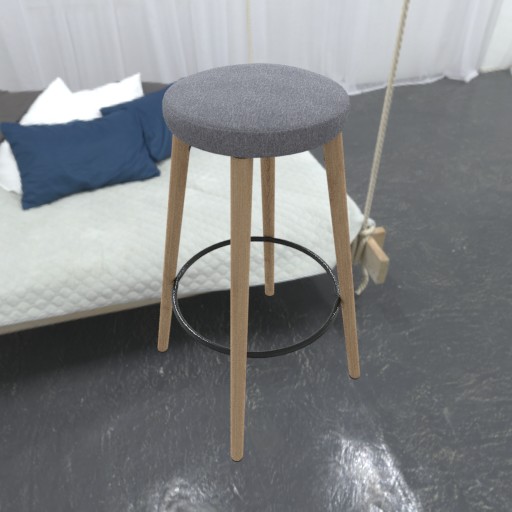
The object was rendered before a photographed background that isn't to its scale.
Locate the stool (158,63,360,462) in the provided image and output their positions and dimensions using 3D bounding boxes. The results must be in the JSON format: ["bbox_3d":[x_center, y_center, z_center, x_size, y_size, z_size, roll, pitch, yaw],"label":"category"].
[{"bbox_3d":[0.000,0.000,0.988,0.410,0.770,0.410,-25,46,-26],"label":"stool"}]
